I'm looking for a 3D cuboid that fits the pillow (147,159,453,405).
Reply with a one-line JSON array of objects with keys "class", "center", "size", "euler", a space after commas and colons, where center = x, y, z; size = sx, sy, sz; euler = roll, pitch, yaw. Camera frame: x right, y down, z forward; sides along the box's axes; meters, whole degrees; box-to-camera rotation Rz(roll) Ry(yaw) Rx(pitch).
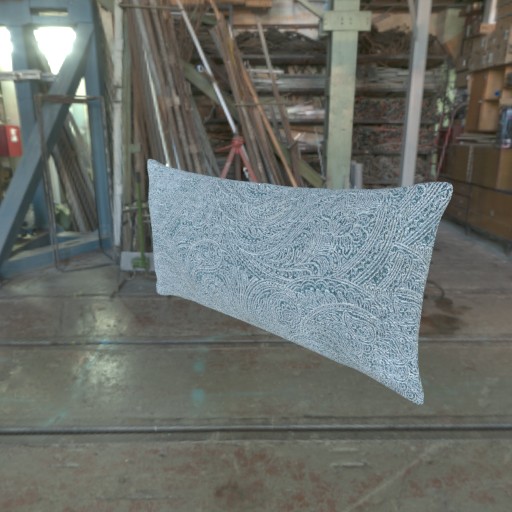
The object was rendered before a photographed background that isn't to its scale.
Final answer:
[{"class": "pillow", "center": [0.000, 0.000, 0.746], "size": [0.615, 0.295, 0.151], "euler": [15, 22, 42]}]
